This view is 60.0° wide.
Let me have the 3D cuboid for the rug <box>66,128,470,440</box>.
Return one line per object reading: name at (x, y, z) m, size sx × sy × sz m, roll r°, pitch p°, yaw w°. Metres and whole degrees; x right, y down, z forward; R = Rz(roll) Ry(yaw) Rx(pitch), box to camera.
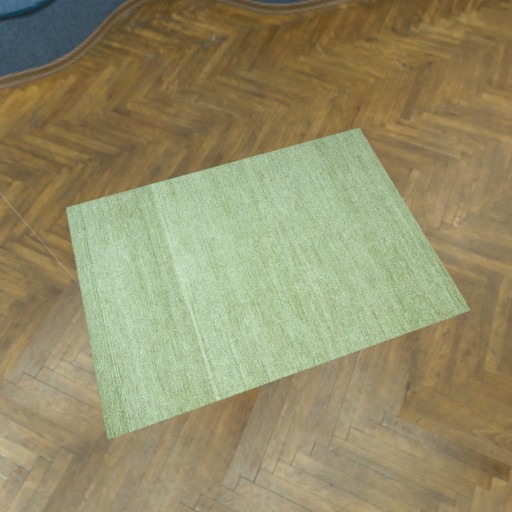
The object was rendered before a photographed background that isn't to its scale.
rug at (0.000, 0.000, 2.935) m, size 2.270 × 0.017 × 1.606 m, roll -17°, pitch 64°, yaw -9°
